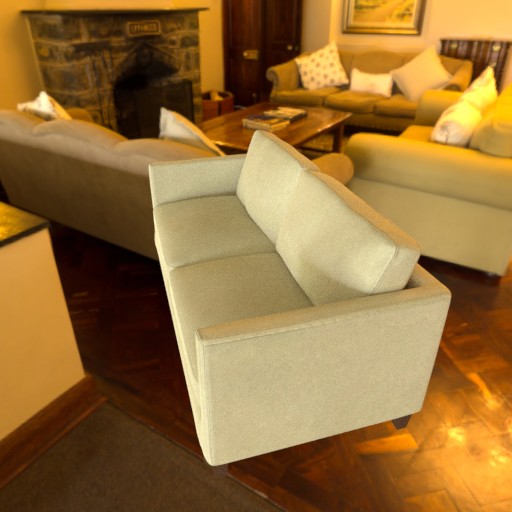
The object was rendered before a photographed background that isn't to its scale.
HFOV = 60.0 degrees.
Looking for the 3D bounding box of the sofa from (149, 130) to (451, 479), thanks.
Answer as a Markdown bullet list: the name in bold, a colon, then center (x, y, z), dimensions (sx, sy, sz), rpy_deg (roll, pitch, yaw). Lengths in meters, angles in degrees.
- **sofa**: center (0.000, 0.000, 2.341), dimensions (0.950, 0.940, 1.846), rpy_deg (-8, 31, -14)
